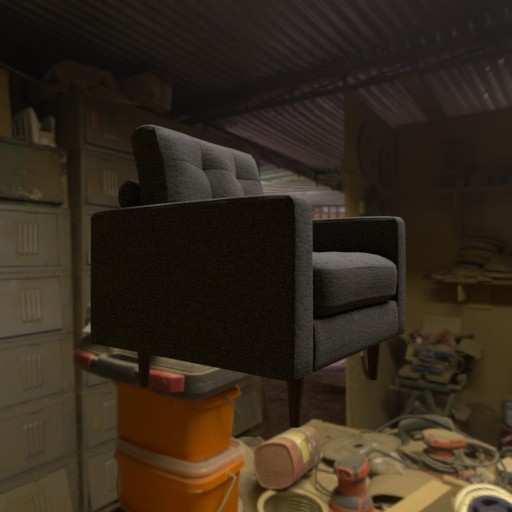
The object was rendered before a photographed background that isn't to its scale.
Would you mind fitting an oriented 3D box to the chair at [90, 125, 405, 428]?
[{"bbox_3d":[0.000,0.000,1.554,0.843,0.880,0.821,0,0,36],"label":"chair"}]
